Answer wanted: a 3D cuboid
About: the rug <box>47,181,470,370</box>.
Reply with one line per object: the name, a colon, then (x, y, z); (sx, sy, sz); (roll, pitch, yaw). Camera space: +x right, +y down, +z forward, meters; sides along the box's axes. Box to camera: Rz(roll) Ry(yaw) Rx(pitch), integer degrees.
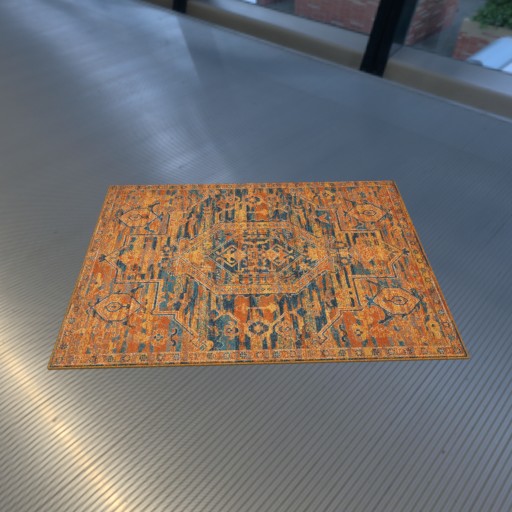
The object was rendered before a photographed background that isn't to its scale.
rug: (0.000, 0.000, 2.865); (2.204, 0.024, 1.588); (-1, 45, -1)
